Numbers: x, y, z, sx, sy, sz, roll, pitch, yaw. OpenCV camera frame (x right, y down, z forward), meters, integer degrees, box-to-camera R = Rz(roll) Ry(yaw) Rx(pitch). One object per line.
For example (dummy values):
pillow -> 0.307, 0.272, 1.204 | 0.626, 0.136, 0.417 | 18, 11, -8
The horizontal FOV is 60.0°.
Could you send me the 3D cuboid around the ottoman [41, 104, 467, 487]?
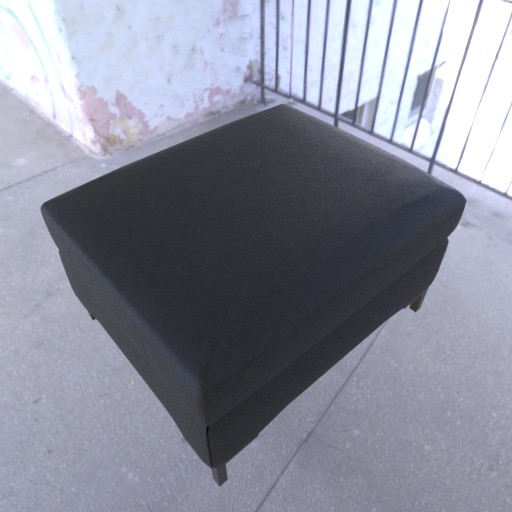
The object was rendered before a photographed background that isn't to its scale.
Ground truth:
ottoman -> 0.000, 0.000, 1.724 | 1.187, 0.696, 0.967 | -31, 52, -28
